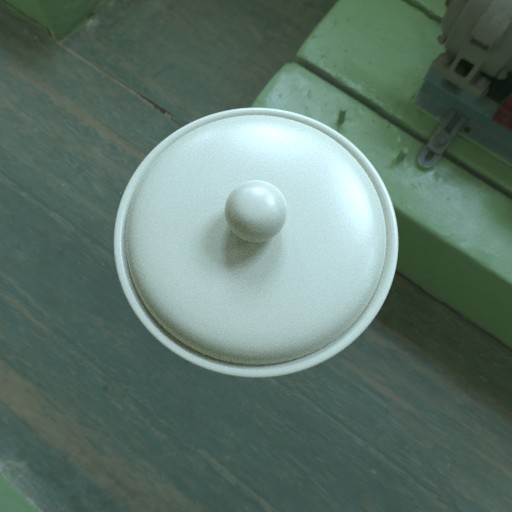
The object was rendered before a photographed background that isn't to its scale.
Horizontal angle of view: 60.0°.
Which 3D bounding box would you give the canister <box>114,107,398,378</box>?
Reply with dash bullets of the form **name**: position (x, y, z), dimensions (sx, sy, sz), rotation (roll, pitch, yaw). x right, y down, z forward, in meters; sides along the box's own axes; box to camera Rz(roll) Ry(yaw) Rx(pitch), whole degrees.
- **canister**: position (0.000, 0.000, 0.338), dimensions (0.181, 0.211, 0.181), rotation (0, 74, 0)
